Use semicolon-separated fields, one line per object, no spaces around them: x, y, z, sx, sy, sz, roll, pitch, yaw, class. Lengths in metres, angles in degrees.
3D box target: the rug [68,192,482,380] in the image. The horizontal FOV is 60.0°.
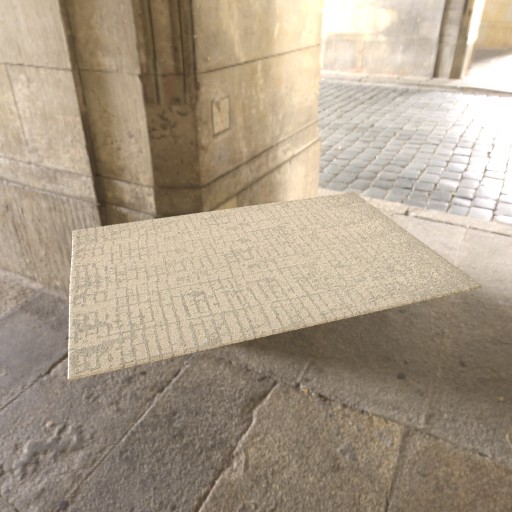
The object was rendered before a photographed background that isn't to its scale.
0.000;0.000;2.312;1.827;0.007;1.211;-10;32;-16;rug
